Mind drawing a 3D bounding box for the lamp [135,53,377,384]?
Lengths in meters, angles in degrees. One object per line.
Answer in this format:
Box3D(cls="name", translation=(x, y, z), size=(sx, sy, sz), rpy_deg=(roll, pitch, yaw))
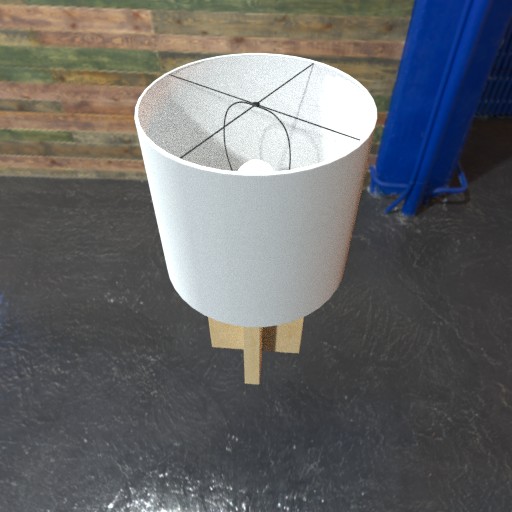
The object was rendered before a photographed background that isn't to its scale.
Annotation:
Box3D(cls="lamp", translation=(0.000, 0.000, 0.579), size=(0.229, 0.428, 0.229), rpy_deg=(3, 47, 3))
